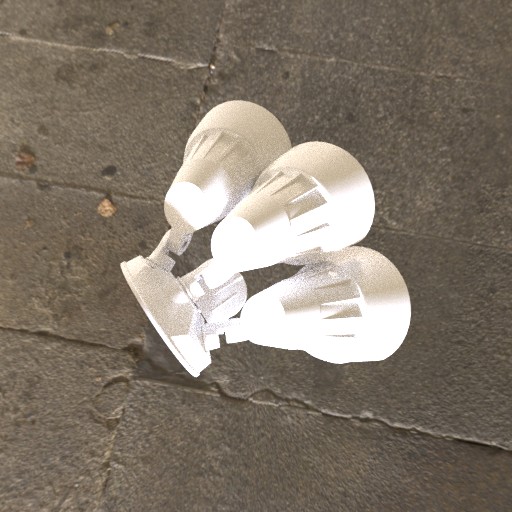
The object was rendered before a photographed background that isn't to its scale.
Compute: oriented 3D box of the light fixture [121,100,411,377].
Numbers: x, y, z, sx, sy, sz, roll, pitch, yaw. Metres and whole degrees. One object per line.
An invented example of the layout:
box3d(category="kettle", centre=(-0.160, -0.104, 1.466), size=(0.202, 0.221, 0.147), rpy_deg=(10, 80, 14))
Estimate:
box3d(category="light fixture", centre=(0.000, 0.000, 0.551), size=(0.278, 0.237, 0.369), rpy_deg=(-34, 77, -9))
